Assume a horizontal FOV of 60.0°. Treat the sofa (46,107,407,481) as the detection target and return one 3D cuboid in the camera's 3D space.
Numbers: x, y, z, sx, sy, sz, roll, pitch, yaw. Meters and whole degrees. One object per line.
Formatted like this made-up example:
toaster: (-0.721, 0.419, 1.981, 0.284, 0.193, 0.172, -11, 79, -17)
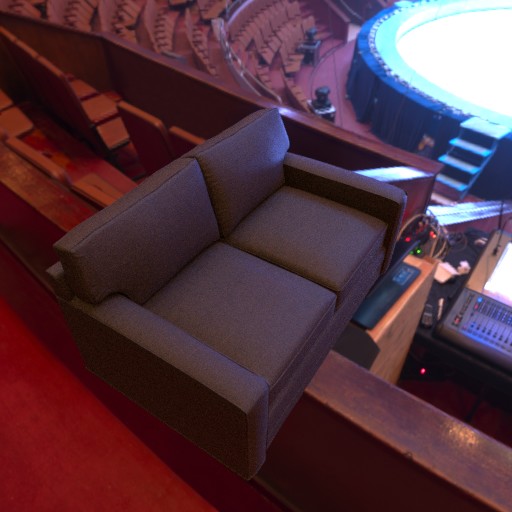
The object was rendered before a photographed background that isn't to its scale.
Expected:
sofa: (0.000, 0.000, 2.160, 0.974, 0.887, 1.534, 24, 47, 24)
